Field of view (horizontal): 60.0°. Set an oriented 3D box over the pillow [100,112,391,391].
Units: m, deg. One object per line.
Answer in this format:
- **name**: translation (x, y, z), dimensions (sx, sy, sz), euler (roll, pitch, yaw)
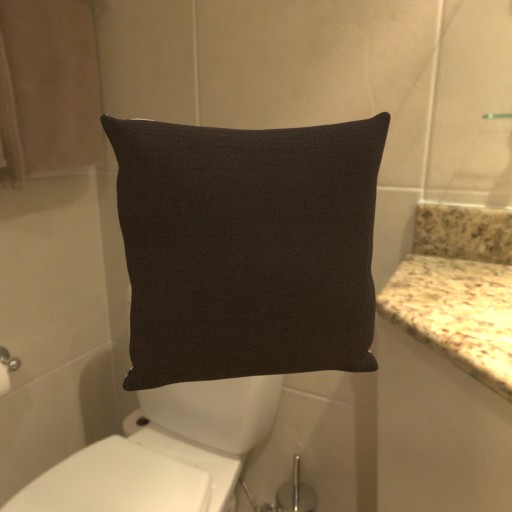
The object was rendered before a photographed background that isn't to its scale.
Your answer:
- **pillow**: translation (0.000, 0.000, 0.705), dimensions (0.440, 0.441, 0.182), euler (-3, 15, -10)
